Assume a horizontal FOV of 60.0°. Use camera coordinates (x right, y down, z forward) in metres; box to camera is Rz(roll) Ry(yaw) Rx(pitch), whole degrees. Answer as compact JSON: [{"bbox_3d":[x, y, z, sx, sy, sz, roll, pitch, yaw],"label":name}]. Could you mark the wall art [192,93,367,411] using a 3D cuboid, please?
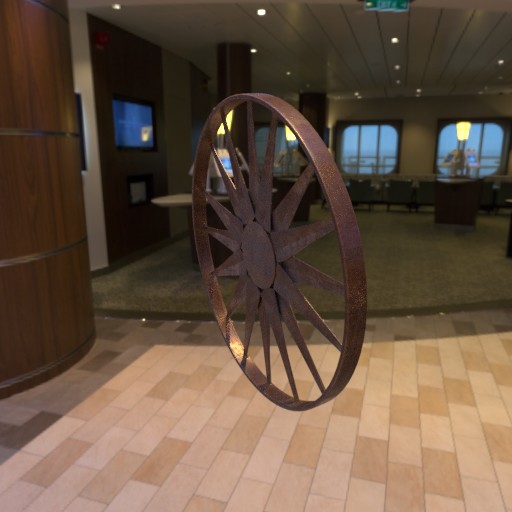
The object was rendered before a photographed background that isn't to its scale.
[{"bbox_3d":[0.000,0.000,0.845,0.084,0.583,0.582,-7,15,-27],"label":"wall art"}]
